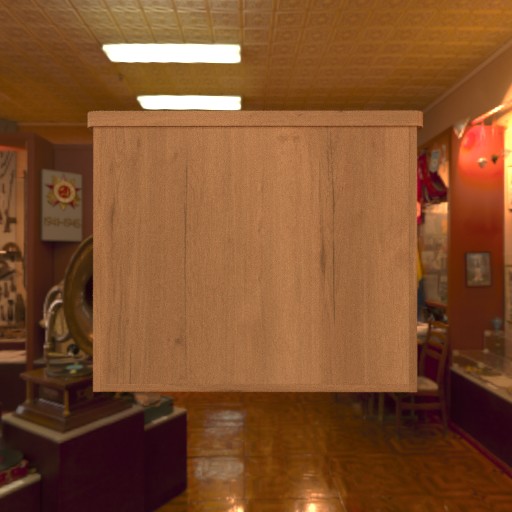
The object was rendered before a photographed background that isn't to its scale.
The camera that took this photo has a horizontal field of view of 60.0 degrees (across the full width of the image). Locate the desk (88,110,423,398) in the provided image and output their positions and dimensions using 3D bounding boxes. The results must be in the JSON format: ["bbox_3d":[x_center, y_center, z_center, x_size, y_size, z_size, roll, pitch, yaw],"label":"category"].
[{"bbox_3d":[0.000,0.000,1.749,0.900,0.760,1.169,0,0,0],"label":"desk"}]
